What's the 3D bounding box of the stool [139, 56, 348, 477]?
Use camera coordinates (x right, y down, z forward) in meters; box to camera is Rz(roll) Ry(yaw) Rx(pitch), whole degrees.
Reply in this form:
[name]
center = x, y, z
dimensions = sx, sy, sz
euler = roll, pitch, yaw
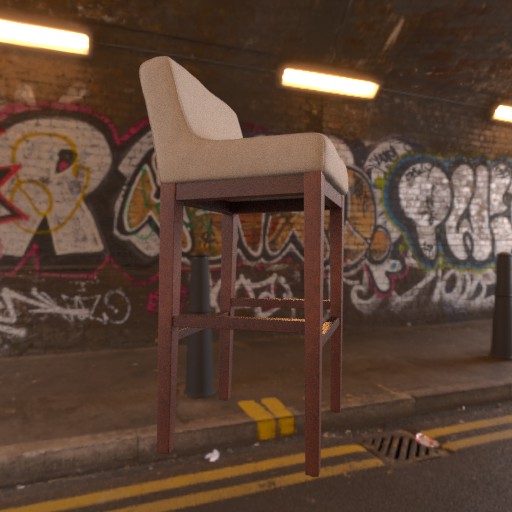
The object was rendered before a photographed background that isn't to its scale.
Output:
[stool]
center = 0.000, 0.000, 1.314
dimensions = 0.500, 1.037, 0.511
euler = 0, 1, 17
